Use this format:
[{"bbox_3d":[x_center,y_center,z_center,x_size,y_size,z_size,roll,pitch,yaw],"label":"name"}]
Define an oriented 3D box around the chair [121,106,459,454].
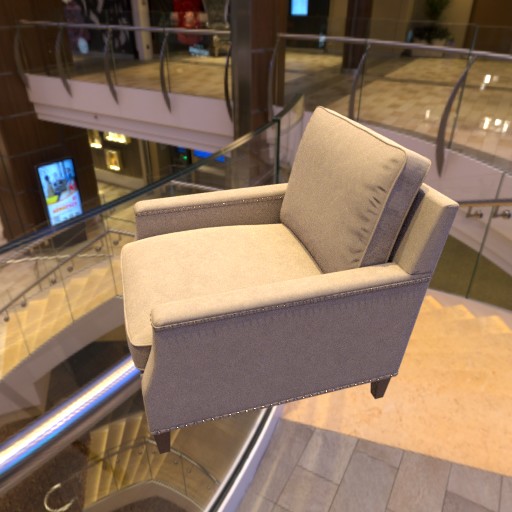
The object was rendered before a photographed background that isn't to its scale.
[{"bbox_3d":[0.000,0.000,1.693,1.014,0.943,0.853,-9,32,-14],"label":"chair"}]
